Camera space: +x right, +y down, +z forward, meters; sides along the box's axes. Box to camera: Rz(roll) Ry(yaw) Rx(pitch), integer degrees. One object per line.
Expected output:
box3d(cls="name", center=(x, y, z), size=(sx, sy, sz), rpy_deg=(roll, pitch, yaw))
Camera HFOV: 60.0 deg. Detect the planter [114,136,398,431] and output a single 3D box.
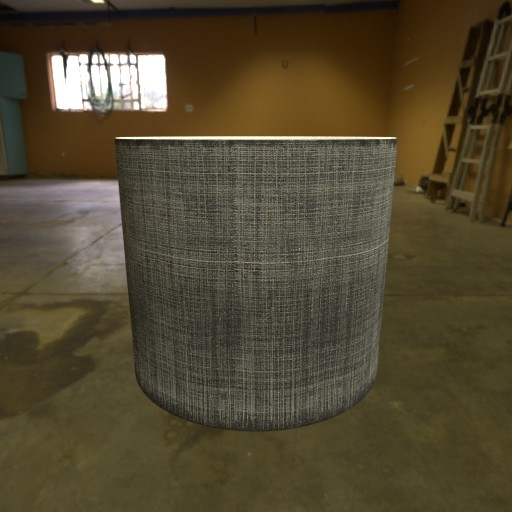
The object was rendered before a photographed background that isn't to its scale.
box3d(cls="planter", center=(0.000, 0.000, 0.388), size=(0.221, 0.201, 0.221), rpy_deg=(0, 15, 0))
